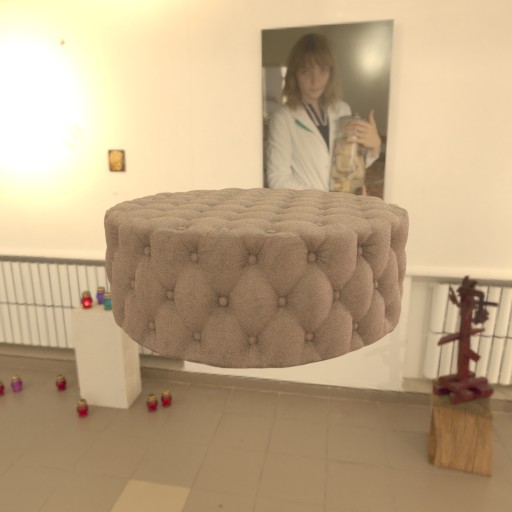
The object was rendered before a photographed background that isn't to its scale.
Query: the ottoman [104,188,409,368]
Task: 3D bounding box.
[{"bbox_3d":[0.000,0.000,1.537,0.998,0.399,0.998,0,14,0],"label":"ottoman"}]
